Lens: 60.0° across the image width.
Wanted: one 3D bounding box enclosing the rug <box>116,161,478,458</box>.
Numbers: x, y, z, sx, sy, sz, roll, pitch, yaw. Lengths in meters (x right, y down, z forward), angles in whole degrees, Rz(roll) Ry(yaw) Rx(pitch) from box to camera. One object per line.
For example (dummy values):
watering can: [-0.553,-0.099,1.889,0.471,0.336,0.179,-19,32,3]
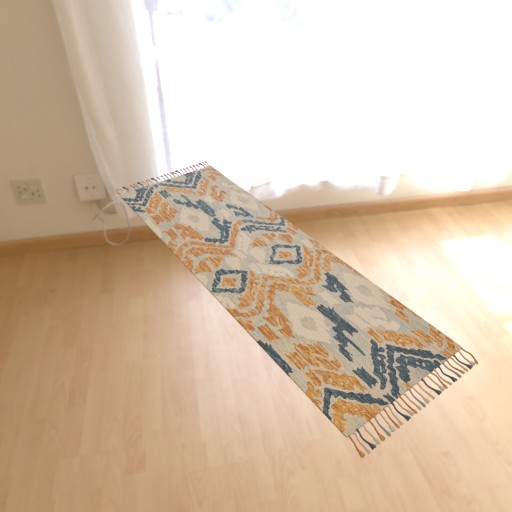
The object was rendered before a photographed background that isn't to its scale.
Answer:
rug: [0.000,0.000,2.607,0.783,0.010,2.437,-25,45,-27]
